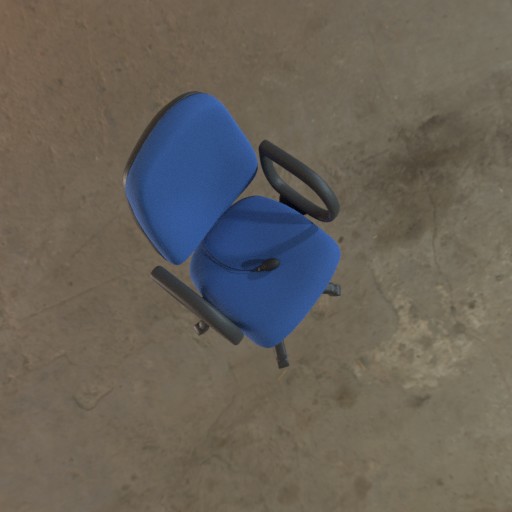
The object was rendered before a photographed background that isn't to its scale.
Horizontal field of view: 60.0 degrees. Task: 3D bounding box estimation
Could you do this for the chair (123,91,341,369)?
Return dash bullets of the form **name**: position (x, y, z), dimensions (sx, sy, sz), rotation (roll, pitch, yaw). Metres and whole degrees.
- **chair**: position (0.000, 0.000, 1.247), dimensions (0.549, 0.905, 0.552), rotation (37, 78, 9)
